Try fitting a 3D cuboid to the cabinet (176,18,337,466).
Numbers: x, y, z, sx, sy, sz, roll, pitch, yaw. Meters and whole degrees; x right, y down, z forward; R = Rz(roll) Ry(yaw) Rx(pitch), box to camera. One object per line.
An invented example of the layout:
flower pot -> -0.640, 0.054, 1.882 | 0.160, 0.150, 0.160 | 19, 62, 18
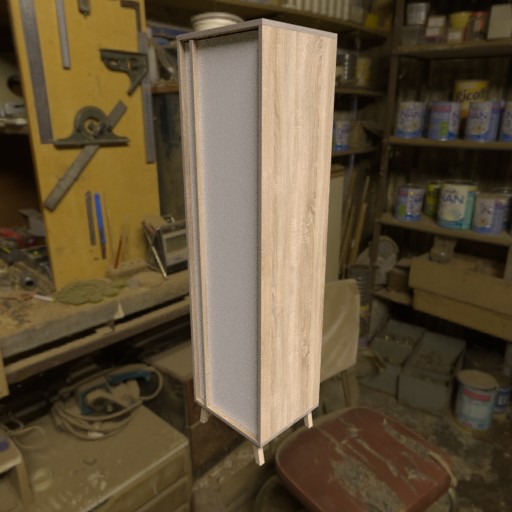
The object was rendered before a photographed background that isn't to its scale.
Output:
cabinet -> 0.000, 0.000, 2.169 | 0.510, 1.960, 0.450 | 17, 24, 42
